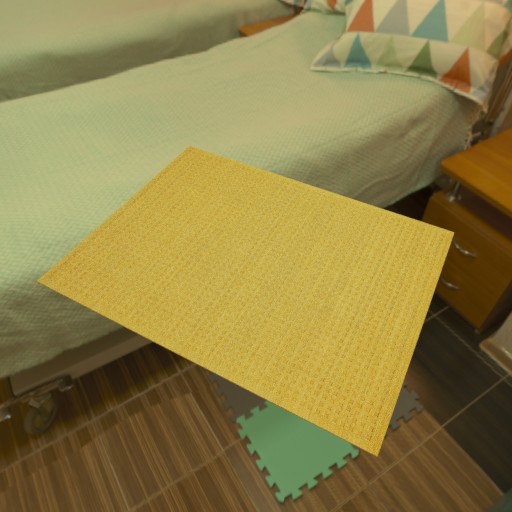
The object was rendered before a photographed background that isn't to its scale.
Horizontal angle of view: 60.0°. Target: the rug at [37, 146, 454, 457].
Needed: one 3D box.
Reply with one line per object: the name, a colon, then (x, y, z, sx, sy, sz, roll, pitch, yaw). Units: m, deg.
rug: (0.000, 0.000, 4.295, 3.242, 0.015, 2.486, 22, 51, 19)
